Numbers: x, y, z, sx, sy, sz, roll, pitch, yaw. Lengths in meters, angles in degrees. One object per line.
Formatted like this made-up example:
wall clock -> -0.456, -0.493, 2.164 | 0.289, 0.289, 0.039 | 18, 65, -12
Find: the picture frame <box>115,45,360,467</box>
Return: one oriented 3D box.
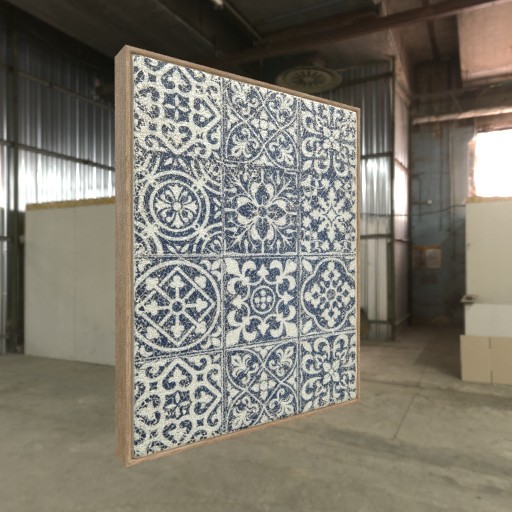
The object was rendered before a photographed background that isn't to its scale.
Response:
picture frame -> 0.000, 0.000, 0.691 | 0.424, 0.526, 0.043 | 0, 0, -35
